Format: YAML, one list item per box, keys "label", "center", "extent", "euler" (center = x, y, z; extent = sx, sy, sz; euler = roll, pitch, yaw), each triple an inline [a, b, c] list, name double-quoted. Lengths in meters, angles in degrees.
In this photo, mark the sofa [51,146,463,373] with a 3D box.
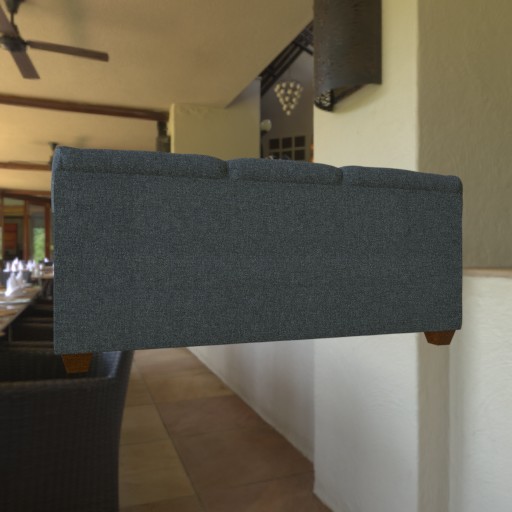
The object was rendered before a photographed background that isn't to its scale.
- label: "sofa"
  center: [0.000, 0.000, 2.515]
  extent: [2.024, 0.958, 0.997]
  euler: [0, 0, -18]
